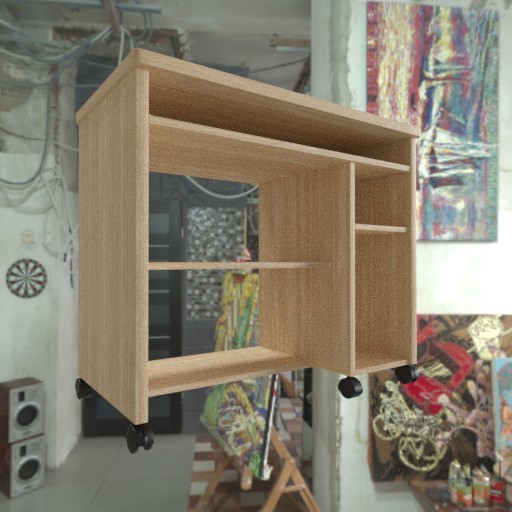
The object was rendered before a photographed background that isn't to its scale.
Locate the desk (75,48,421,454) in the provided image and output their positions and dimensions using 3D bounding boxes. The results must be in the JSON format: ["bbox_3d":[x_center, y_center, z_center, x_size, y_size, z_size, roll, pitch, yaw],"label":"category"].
[{"bbox_3d":[0.000,0.000,1.271,0.884,0.770,0.480,0,-1,-35],"label":"desk"}]
